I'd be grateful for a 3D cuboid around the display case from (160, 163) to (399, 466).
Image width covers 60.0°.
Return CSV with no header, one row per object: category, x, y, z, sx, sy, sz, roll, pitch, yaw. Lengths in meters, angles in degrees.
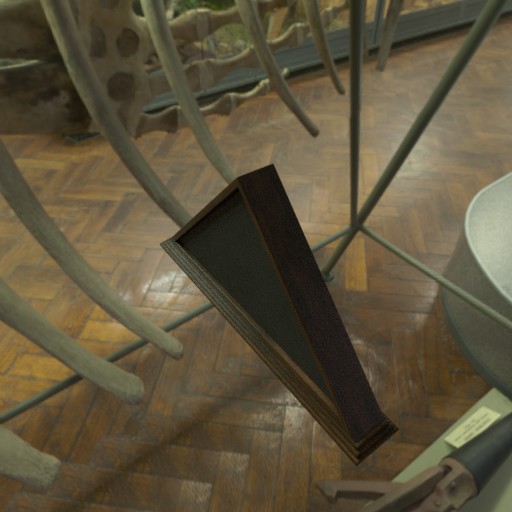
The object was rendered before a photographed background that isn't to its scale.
display case,0.000,0.000,0.768,0.095,0.340,0.640,-26,48,-26
